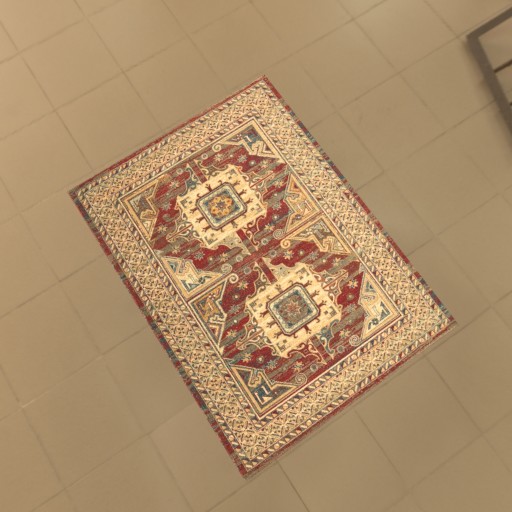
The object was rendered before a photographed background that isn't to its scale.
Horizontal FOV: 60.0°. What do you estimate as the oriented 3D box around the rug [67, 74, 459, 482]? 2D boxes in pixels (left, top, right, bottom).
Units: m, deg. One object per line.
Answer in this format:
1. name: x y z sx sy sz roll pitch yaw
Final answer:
1. rug: 0.000 0.000 4.264 2.381 0.013 3.197 -33 79 -8
